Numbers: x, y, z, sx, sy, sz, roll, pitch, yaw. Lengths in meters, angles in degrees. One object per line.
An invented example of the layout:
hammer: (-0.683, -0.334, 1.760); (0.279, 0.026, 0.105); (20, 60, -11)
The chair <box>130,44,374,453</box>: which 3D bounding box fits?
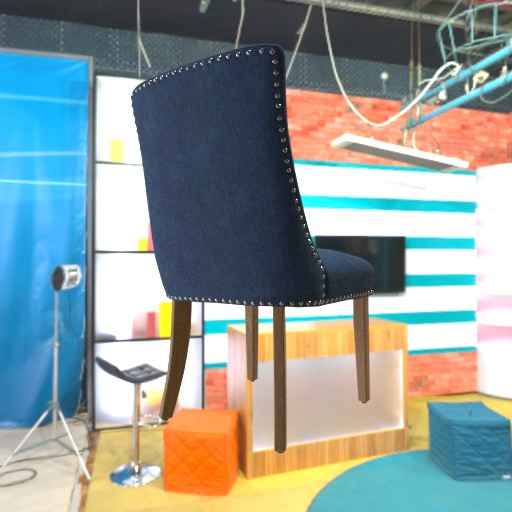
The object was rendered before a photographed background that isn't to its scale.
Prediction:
chair: (0.000, 0.000, 1.265); (0.495, 0.902, 0.610); (-1, -1, 35)
